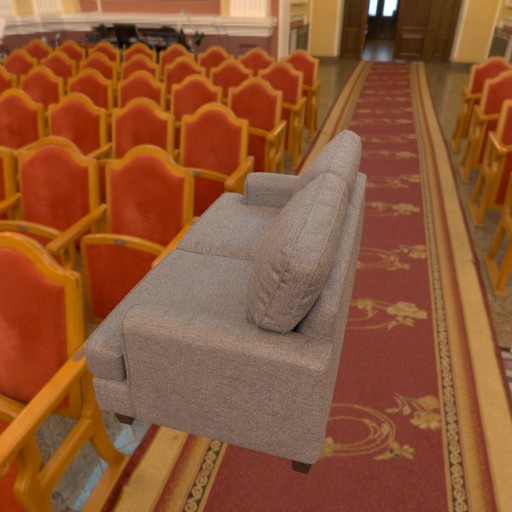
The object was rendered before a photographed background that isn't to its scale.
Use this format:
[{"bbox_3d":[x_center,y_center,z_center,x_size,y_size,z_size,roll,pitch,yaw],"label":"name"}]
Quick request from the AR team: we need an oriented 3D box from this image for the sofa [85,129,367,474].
[{"bbox_3d":[0.000,0.000,2.227,0.965,0.965,1.651,8,31,14],"label":"sofa"}]
